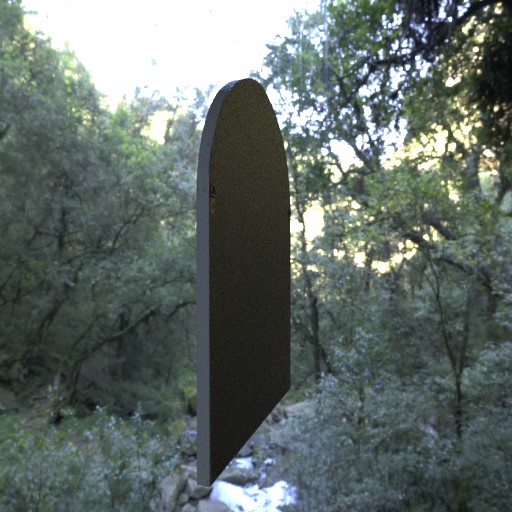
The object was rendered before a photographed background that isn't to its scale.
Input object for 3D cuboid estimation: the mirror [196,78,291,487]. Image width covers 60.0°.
[{"bbox_3d":[0.000,0.000,1.201,0.032,0.920,0.660,0,1,19],"label":"mirror"}]
